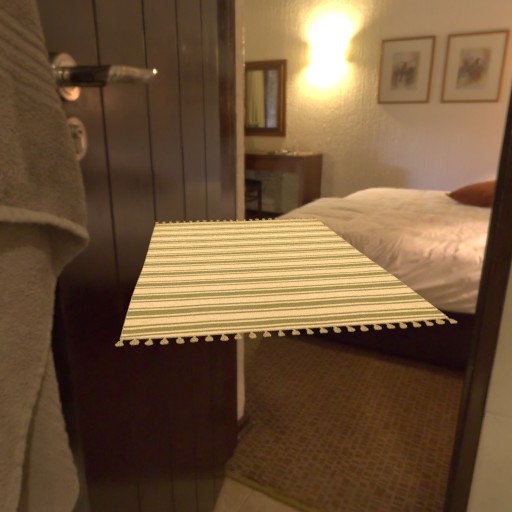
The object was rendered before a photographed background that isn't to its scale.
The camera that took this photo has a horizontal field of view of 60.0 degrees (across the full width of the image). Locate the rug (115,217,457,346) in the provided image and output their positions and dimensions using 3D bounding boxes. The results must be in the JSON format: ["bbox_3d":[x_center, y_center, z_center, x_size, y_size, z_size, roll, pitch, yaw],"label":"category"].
[{"bbox_3d":[0.000,0.000,3.091,1.540,0.018,2.435,-2,17,-8],"label":"rug"}]
